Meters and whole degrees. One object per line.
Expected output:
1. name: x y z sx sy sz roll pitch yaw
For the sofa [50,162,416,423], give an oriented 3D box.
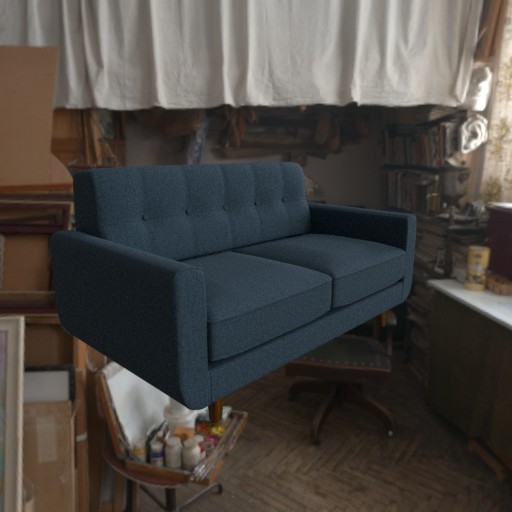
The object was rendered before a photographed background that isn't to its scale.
1. sofa: 0.000 0.000 2.226 0.942 0.896 1.651 13 19 42
